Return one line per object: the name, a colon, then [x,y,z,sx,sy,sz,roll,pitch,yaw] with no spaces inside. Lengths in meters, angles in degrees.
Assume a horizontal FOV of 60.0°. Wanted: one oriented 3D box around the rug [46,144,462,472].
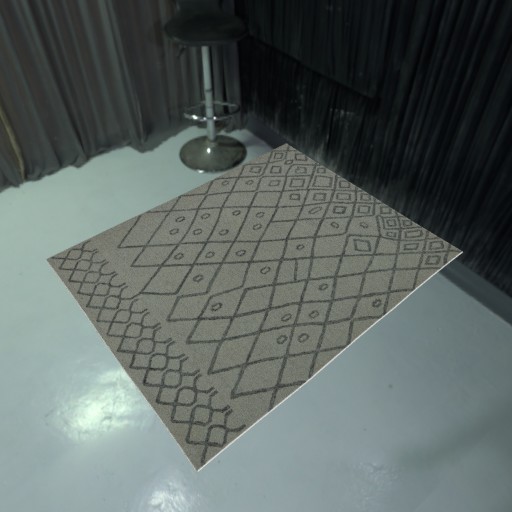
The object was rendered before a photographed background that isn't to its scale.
rug: [0.000,0.000,4.146,3.046,0.015,2.446,-31,54,-26]
